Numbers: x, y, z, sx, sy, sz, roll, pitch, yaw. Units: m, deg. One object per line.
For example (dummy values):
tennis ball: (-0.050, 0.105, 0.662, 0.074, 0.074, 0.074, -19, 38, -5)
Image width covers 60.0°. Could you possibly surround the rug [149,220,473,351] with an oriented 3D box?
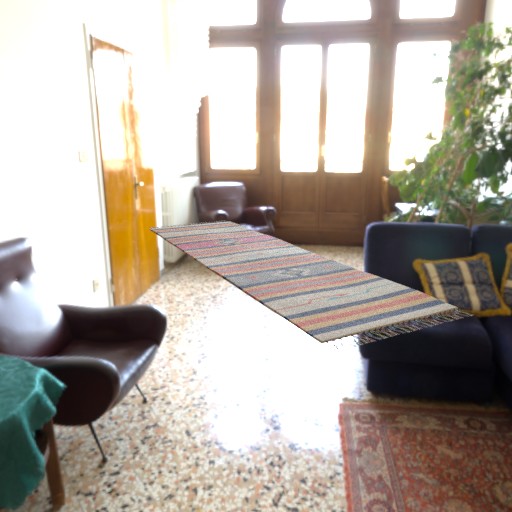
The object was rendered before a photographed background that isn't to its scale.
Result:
rug: (0.000, 0.000, 2.663, 0.695, 0.017, 2.455, -7, 16, -27)
